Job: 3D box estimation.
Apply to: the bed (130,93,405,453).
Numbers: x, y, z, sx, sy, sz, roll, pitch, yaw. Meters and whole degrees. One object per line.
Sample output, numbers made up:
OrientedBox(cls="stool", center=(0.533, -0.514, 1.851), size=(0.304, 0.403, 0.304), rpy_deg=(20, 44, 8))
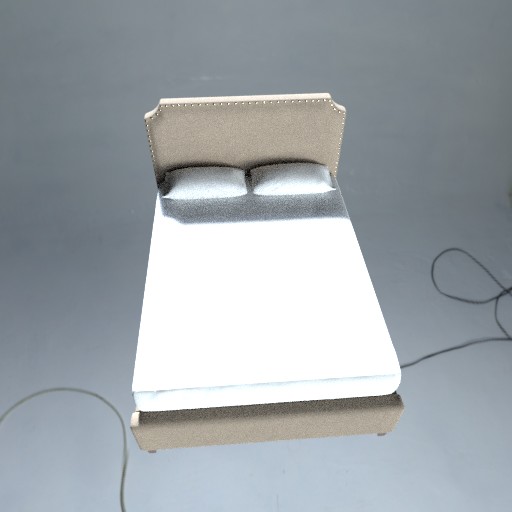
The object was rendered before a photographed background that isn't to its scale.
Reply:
OrientedBox(cls="bed", center=(0.000, 0.000, 3.345), size=(1.703, 1.415, 2.329), rpy_deg=(-3, 46, -3))
